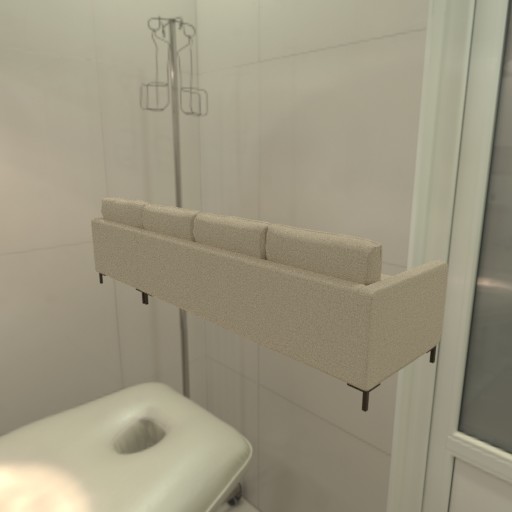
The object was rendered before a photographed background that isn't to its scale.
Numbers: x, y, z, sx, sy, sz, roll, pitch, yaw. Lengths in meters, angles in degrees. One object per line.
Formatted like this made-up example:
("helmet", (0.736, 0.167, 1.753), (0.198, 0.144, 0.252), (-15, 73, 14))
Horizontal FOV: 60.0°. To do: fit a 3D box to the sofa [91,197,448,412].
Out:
("sofa", (0.000, 0.000, 3.203), (1.258, 0.755, 2.731), (-13, 19, -42))
